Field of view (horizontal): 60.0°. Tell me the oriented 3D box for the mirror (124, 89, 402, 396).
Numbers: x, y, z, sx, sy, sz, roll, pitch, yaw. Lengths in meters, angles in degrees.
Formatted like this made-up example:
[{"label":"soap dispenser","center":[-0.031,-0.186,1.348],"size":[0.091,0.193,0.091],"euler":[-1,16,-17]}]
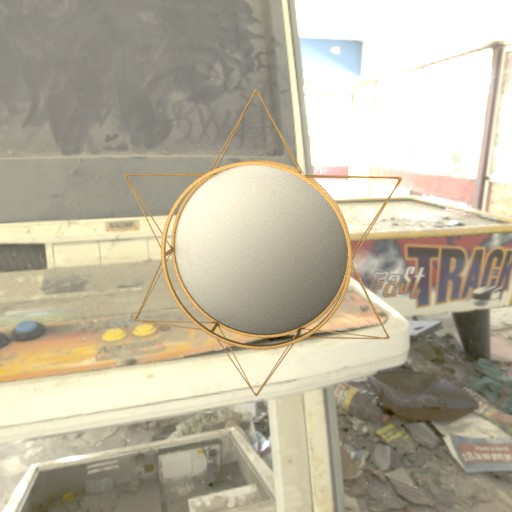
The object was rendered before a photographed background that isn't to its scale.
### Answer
[{"label":"mirror","center":[0.000,0.000,0.821],"size":[0.498,0.581,0.062],"euler":[2,14,10]}]
